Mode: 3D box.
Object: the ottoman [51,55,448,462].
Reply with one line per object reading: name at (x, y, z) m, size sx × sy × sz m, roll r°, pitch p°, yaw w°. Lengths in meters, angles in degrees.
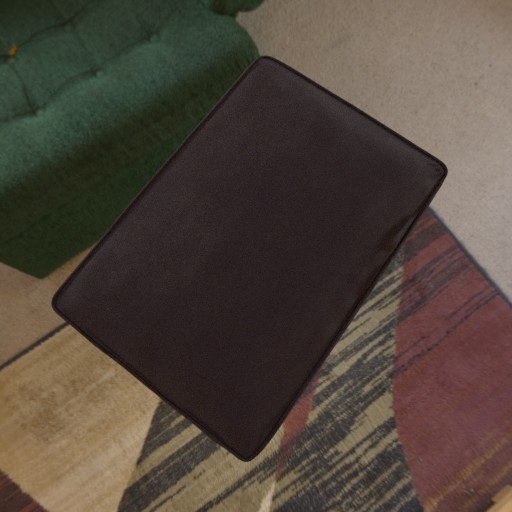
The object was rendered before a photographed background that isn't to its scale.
ottoman at (0.000, 0.000, 1.312) m, size 0.637 × 0.503 × 0.938 m, roll 35°, pitch 78°, yaw 9°
